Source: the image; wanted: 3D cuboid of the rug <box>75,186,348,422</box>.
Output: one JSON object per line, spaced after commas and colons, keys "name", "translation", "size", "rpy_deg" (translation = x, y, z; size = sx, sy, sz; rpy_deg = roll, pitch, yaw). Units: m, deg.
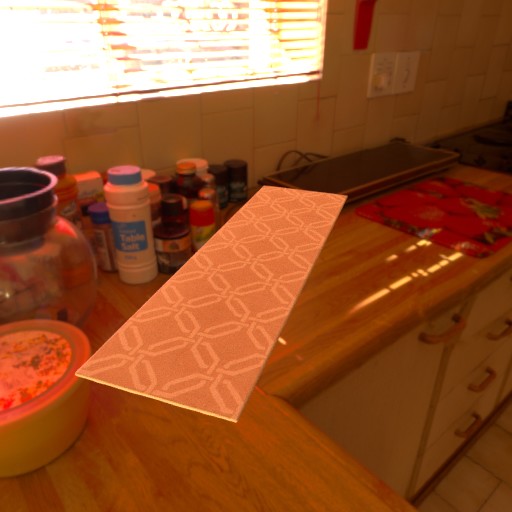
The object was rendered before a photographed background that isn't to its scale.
{"name": "rug", "translation": [0.000, 0.000, 2.552], "size": [0.678, 0.014, 2.276], "rpy_deg": [10, 30, 17]}
